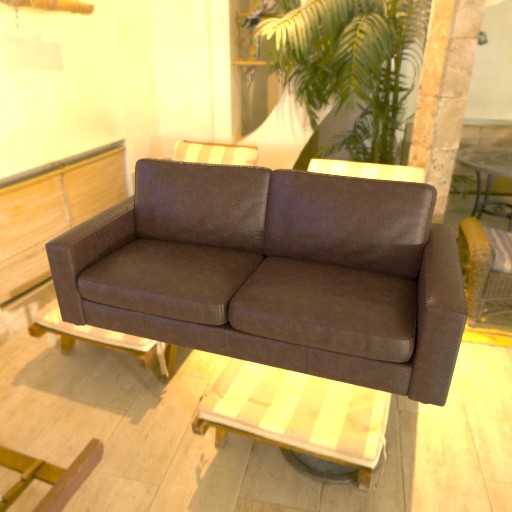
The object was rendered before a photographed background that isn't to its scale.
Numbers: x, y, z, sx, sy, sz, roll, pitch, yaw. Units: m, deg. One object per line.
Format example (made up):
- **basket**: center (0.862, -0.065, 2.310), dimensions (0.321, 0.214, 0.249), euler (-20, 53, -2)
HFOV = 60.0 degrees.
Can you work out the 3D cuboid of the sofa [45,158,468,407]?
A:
- **sofa**: center (0.000, 0.000, 2.592), dimensions (2.179, 0.873, 1.016), euler (9, 28, 17)
